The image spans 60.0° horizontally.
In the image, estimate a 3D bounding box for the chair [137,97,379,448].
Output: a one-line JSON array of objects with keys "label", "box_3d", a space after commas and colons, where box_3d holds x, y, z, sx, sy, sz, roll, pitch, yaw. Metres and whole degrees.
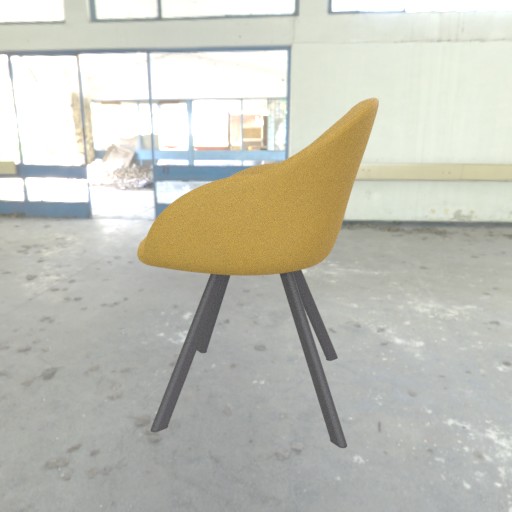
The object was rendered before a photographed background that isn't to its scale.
[{"label": "chair", "box_3d": [0.000, 0.000, 1.190, 0.583, 0.793, 0.551, 2, 14, 7]}]
